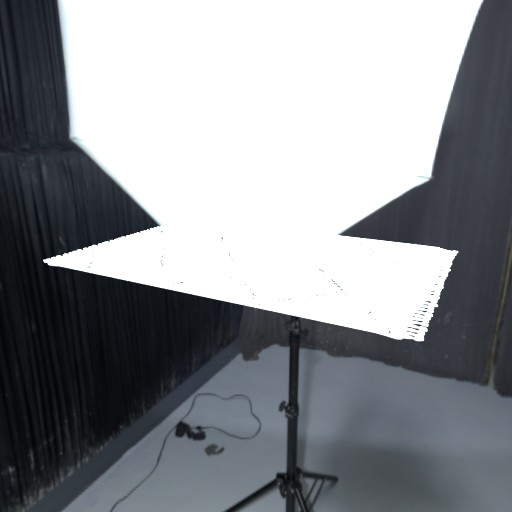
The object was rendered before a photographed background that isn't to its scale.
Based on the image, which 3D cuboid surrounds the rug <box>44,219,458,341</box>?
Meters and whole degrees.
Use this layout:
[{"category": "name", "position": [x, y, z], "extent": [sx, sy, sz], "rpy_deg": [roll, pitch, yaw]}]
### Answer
[{"category": "rug", "position": [0.000, 0.000, 2.893], "extent": [2.307, 0.031, 1.494], "rpy_deg": [9, 18, 27]}]
